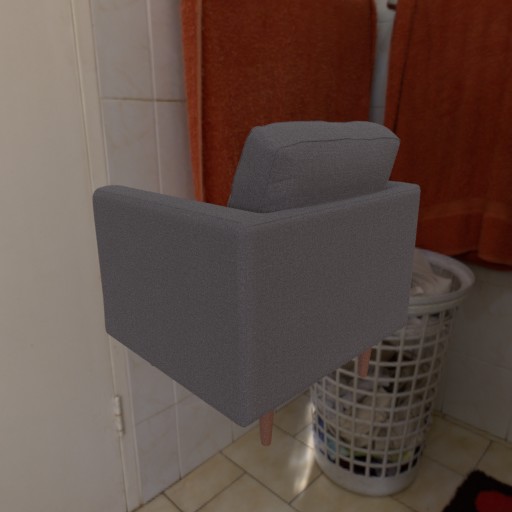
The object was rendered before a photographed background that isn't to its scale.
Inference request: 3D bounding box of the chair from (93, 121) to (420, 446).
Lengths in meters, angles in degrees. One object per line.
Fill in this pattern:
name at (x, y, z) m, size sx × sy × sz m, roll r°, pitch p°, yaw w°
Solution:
chair at (0.000, 0.000, 1.584) m, size 0.854 × 0.927 × 0.800 m, roll -16°, pitch 24°, yaw -42°
